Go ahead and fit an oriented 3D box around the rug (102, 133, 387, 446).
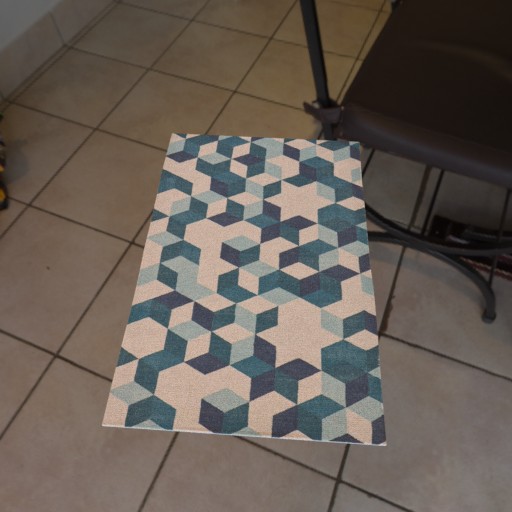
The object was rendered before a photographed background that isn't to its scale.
[{"bbox_3d":[0.000,0.000,2.387,1.235,0.014,1.829,3,57,2],"label":"rug"}]
